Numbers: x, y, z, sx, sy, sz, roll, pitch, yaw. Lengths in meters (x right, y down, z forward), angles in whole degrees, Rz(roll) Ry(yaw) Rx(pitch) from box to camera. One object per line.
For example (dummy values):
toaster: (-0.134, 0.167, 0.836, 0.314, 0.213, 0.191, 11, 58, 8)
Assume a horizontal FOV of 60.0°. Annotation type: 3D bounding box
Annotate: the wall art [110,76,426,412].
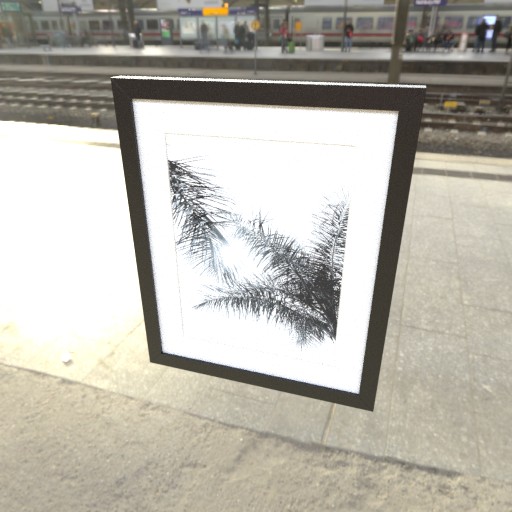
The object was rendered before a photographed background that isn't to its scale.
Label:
wall art: (0.000, 0.000, 0.756, 0.457, 0.557, 0.028, 8, 28, 15)
